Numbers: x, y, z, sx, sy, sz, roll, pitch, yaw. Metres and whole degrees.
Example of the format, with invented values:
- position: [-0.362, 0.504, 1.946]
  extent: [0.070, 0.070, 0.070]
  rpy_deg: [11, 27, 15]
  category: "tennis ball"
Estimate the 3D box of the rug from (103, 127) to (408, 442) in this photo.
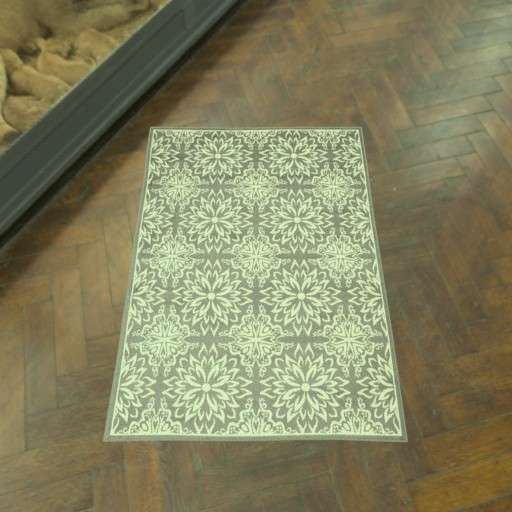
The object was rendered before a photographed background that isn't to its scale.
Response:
- position: [0.000, 0.000, 2.848]
  extent: [1.608, 0.014, 2.213]
  rpy_deg: [0, 62, 0]
  category: "rug"
